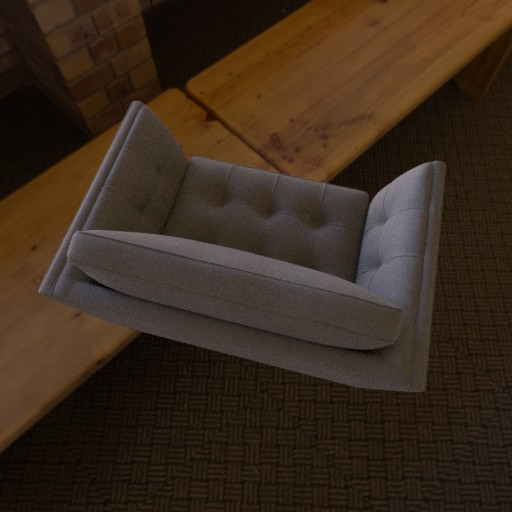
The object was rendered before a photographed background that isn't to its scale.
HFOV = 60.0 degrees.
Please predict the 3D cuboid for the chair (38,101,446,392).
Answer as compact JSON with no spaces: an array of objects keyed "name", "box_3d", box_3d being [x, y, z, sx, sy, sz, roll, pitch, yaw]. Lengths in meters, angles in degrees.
[{"name":"chair","box_3d":[0.000,0.000,1.997,1.396,0.942,0.965,13,65,6]}]
